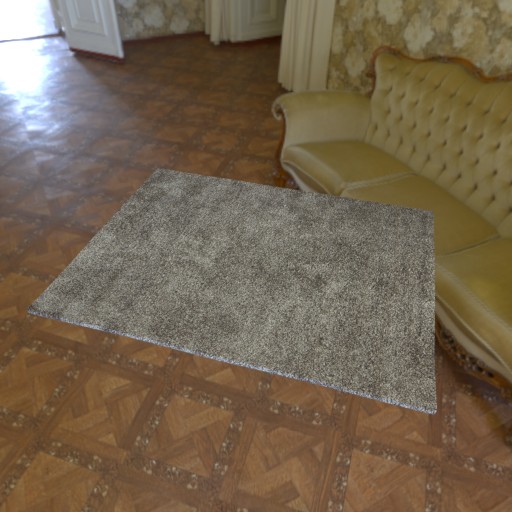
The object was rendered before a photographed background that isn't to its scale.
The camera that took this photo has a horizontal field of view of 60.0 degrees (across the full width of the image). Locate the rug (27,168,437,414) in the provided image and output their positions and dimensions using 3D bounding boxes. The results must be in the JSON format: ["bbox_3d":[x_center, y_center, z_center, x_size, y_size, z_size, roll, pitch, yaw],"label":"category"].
[{"bbox_3d":[0.000,0.000,2.077,1.601,0.025,1.198,11,42,12],"label":"rug"}]
